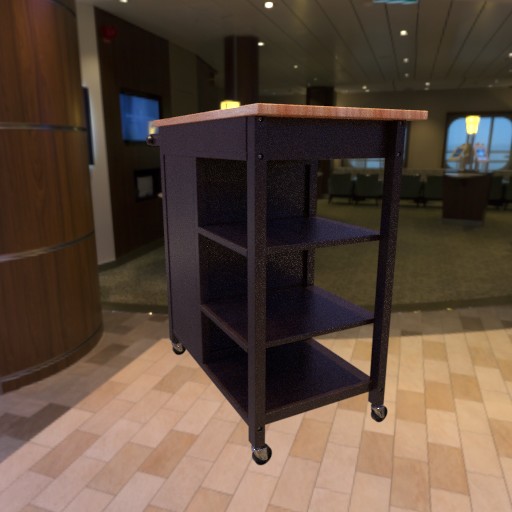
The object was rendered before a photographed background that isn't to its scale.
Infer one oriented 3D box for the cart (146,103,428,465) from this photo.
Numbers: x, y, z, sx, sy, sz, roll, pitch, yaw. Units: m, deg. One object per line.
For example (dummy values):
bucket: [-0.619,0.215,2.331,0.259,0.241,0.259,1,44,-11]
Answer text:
cart: [0.000,0.000,1.476,0.472,0.878,0.914,-7,16,-26]
